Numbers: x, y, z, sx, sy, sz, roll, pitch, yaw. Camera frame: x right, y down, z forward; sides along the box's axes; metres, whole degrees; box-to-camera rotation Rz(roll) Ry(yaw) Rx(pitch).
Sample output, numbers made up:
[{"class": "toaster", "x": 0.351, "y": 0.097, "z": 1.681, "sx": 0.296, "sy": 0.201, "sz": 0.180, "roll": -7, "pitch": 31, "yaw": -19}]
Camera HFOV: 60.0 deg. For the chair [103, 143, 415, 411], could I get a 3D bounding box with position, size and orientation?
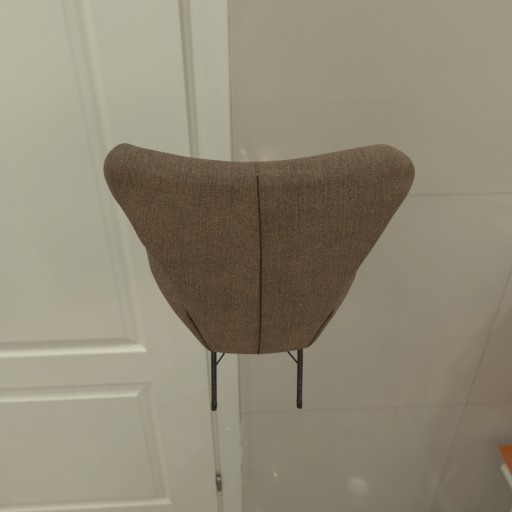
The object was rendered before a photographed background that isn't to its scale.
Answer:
[{"class": "chair", "x": 0.000, "y": 0.000, "z": 1.763, "sx": 0.980, "sy": 1.040, "sz": 0.900, "roll": -1, "pitch": 30, "yaw": -3}]
